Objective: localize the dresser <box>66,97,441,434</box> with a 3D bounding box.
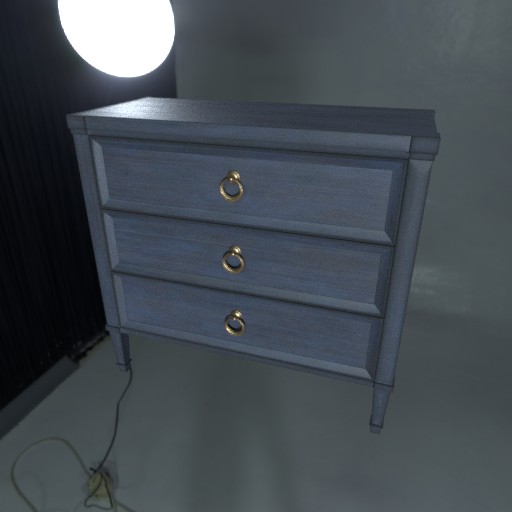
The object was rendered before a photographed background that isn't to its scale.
[{"bbox_3d":[0.000,0.000,1.583,1.049,0.986,0.463,8,28,16],"label":"dresser"}]
